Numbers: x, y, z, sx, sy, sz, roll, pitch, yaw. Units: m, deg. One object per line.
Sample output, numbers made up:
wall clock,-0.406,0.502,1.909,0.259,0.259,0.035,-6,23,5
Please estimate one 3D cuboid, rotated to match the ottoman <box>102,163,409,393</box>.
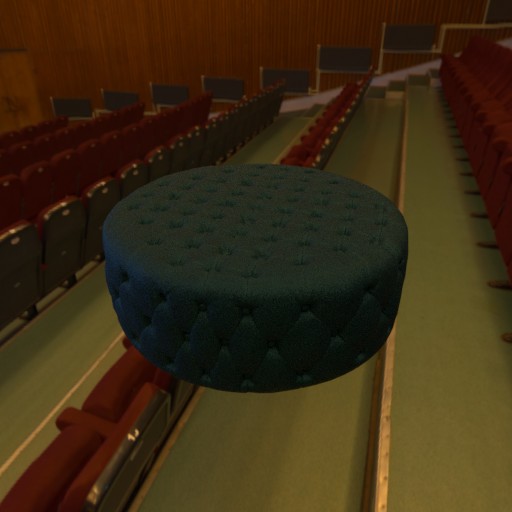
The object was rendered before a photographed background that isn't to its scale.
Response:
ottoman,0.000,0.000,1.546,0.998,0.398,0.998,0,30,0
